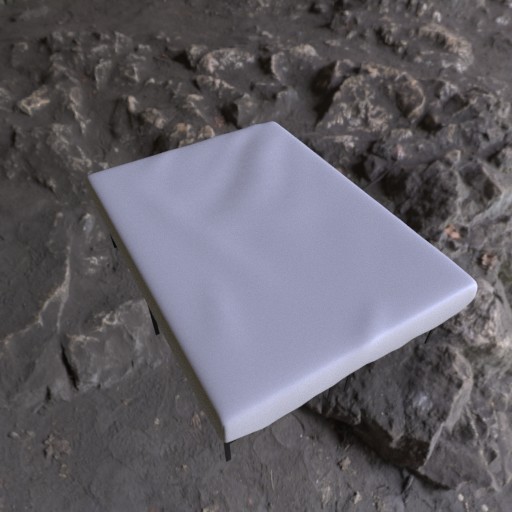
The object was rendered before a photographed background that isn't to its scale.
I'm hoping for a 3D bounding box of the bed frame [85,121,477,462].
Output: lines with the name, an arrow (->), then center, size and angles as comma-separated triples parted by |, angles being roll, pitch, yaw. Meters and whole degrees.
bed frame -> 0.000, 0.000, 2.917 | 1.584, 0.667, 2.151 | -23, 49, -21
